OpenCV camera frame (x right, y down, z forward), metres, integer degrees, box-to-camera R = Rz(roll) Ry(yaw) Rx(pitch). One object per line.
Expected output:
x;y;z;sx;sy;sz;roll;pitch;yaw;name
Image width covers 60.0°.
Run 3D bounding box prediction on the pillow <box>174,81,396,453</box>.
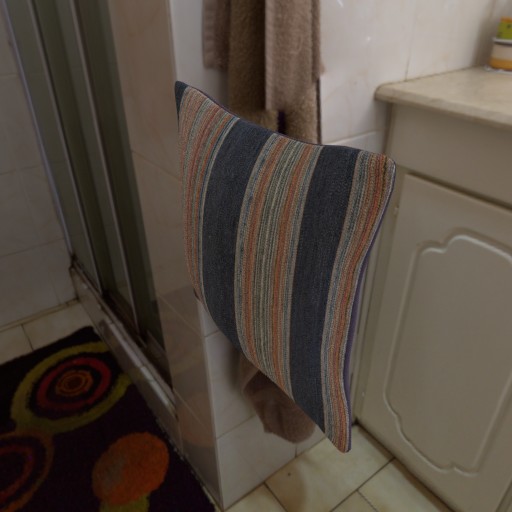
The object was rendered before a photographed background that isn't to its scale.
0.000;0.000;0.641;0.136;0.419;0.437;-20;38;-29;pillow
